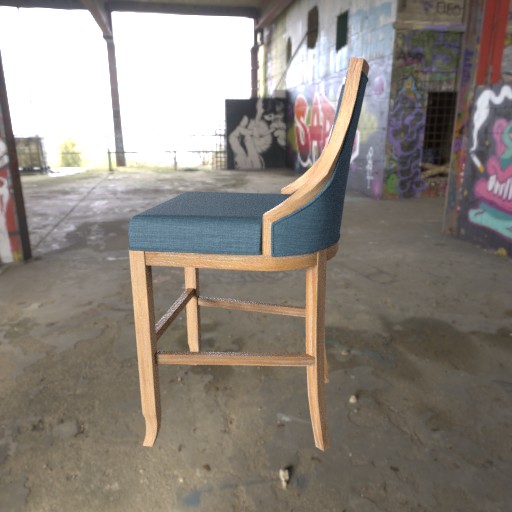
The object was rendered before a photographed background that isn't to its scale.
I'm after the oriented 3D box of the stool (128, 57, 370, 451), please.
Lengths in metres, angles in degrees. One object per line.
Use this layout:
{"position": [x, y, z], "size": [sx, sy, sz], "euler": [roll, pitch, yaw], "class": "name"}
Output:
{"position": [0.000, 0.000, 1.416], "size": [0.626, 1.101, 0.524], "euler": [2, 16, 8], "class": "stool"}
